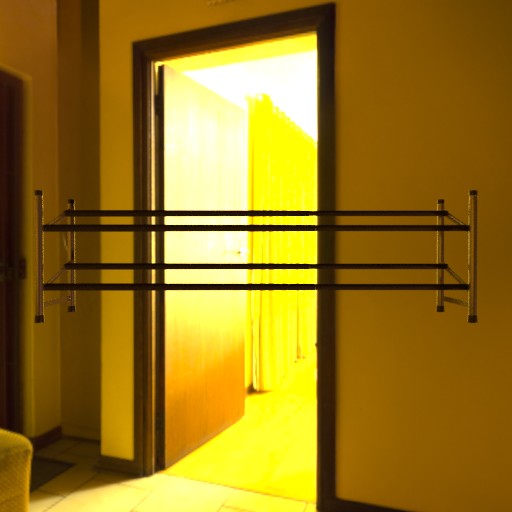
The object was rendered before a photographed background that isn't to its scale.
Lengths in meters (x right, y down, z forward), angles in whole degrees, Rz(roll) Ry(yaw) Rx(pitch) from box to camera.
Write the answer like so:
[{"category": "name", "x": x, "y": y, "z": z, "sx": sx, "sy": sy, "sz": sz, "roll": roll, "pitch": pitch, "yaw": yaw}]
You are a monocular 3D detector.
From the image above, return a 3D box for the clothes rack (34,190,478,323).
[{"category": "clothes rack", "x": 0.000, "y": 0.000, "z": 1.272, "sx": 1.168, "sy": 0.349, "sz": 0.229, "roll": 0, "pitch": 1, "yaw": 0}]
